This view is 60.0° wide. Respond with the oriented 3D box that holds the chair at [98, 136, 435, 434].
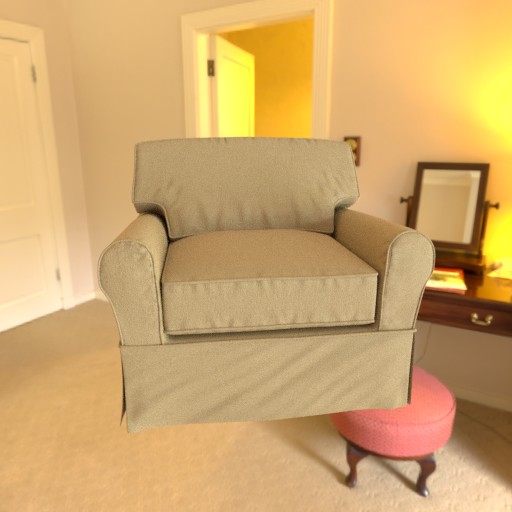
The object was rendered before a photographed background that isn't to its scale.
[{"bbox_3d":[0.000,0.000,1.804,1.096,0.937,0.903,-2,15,-7],"label":"chair"}]
